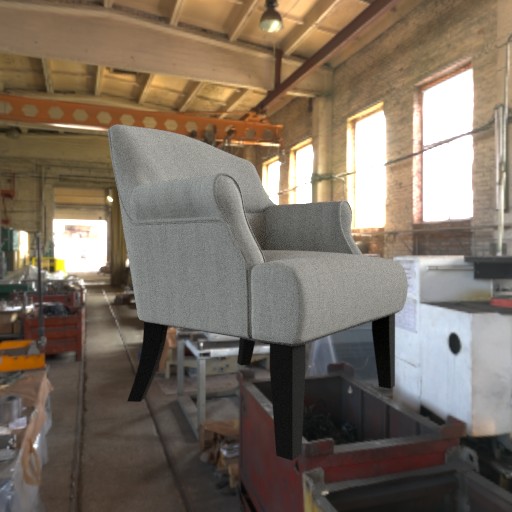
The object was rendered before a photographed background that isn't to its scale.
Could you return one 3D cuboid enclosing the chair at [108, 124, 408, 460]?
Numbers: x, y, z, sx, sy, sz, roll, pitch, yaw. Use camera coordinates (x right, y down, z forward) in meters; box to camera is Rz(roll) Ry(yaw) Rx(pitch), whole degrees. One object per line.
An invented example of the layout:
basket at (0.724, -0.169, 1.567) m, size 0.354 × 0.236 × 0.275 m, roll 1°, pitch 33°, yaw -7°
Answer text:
chair at (0.000, 0.000, 1.423) m, size 0.755 × 0.880 × 0.772 m, roll 0°, pitch 1°, yaw 36°
